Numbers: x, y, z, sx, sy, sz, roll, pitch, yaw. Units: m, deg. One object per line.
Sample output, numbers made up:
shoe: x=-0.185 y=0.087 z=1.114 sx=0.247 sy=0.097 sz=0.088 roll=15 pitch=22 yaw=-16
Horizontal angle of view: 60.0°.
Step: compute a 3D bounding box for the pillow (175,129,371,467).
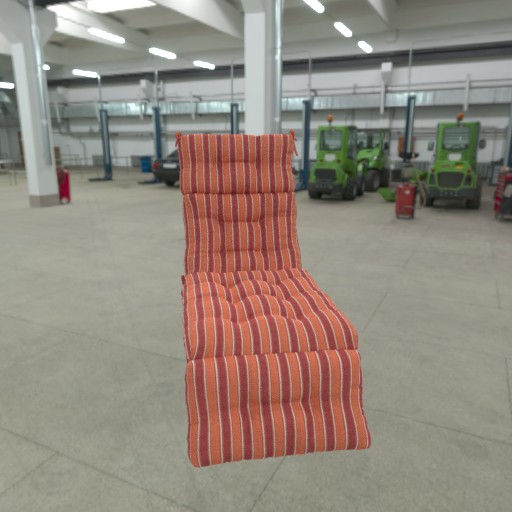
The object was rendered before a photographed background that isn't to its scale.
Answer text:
pillow: x=0.000 y=0.000 z=1.515 sx=0.526 sy=0.863 sz=1.016 roll=-2 pitch=14 yaw=-9
